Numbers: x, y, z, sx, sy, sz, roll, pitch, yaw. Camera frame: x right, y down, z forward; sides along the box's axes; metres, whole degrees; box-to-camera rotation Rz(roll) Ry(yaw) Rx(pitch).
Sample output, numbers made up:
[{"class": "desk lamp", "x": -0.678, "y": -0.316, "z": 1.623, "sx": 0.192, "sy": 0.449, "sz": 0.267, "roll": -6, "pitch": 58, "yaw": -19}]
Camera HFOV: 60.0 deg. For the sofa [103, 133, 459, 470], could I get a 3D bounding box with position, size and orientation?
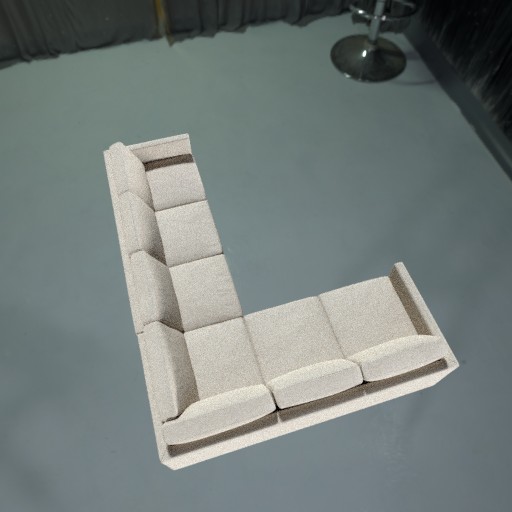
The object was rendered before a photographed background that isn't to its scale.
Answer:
[{"class": "sofa", "x": 0.000, "y": 0.000, "z": 4.320, "sx": 2.432, "sy": 0.863, "sz": 3.182, "roll": -15, "pitch": 60, "yaw": -9}]
